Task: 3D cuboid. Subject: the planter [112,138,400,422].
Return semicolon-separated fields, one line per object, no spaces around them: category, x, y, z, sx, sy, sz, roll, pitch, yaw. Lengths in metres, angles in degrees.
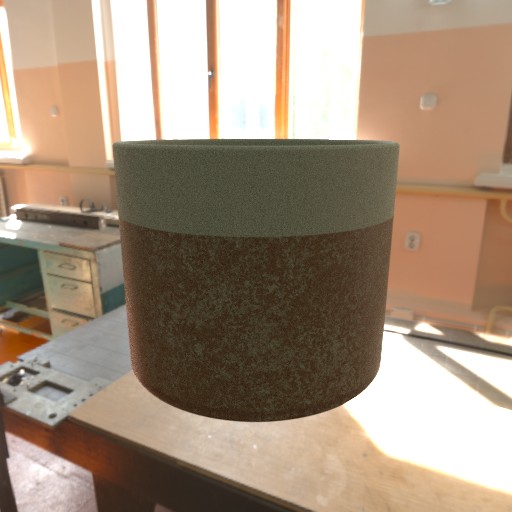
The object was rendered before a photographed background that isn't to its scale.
planter;0.000;0.000;0.274;0.159;0.138;0.159;0;16;0
